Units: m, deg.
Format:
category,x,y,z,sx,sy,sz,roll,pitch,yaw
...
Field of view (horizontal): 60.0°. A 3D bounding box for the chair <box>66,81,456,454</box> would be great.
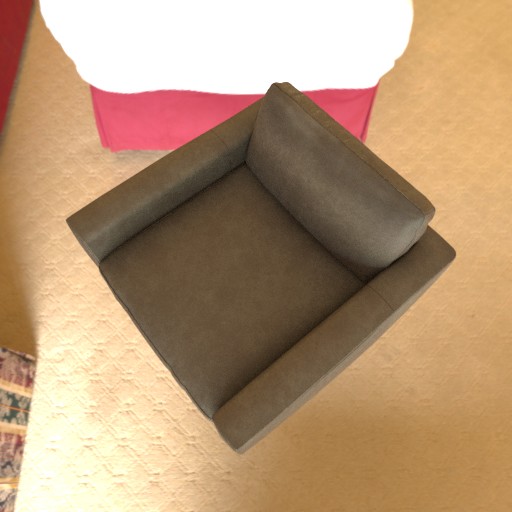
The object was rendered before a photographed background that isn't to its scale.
category,x,y,z,sx,sy,sz,roll,pitch,yaw
chair,0.000,0.000,1.801,1.080,0.807,1.106,-37,70,-16
